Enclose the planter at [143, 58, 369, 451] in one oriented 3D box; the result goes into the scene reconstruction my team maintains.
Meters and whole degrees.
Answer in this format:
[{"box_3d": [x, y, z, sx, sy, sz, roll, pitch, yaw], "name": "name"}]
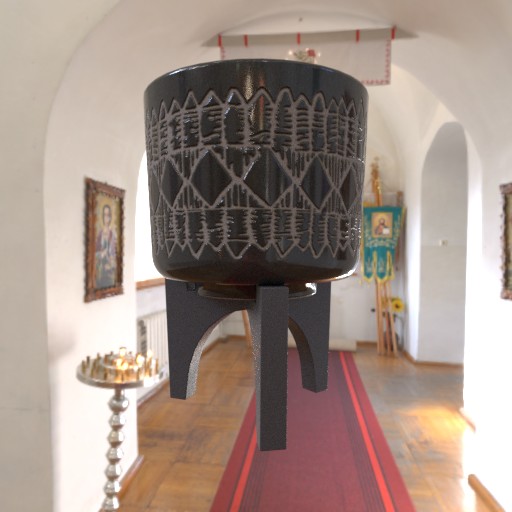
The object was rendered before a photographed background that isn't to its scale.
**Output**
[{"box_3d": [0.000, 0.000, 0.515, 0.251, 0.355, 0.251, -2, 3, -38], "name": "planter"}]
